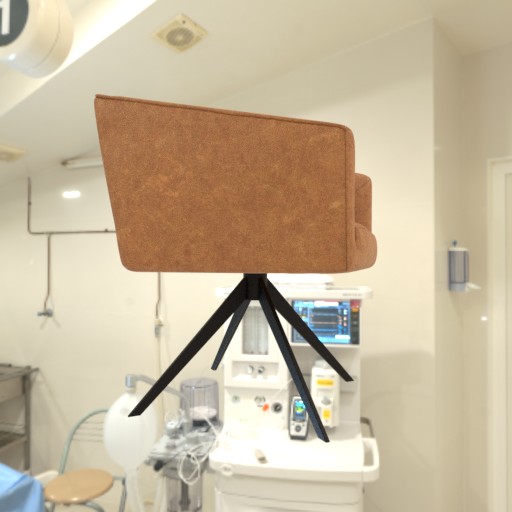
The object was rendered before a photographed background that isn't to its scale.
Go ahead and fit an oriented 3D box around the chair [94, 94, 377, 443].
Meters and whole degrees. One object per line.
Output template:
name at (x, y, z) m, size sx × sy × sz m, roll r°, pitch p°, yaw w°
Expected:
chair at (0.000, 0.000, 1.205) m, size 0.625 × 0.760 × 0.588 m, roll 0°, pitch -1°, yaw 18°
